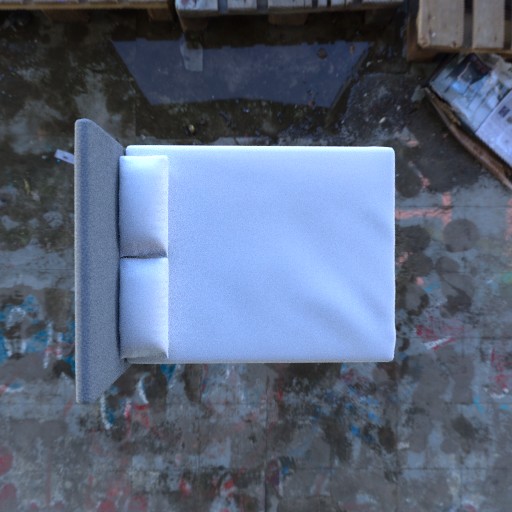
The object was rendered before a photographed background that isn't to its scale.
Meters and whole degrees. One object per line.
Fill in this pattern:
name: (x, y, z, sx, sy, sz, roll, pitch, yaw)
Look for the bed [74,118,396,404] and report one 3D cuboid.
bed: (0.000, 0.000, 3.205, 2.142, 1.330, 1.723, 0, 91, -2)
